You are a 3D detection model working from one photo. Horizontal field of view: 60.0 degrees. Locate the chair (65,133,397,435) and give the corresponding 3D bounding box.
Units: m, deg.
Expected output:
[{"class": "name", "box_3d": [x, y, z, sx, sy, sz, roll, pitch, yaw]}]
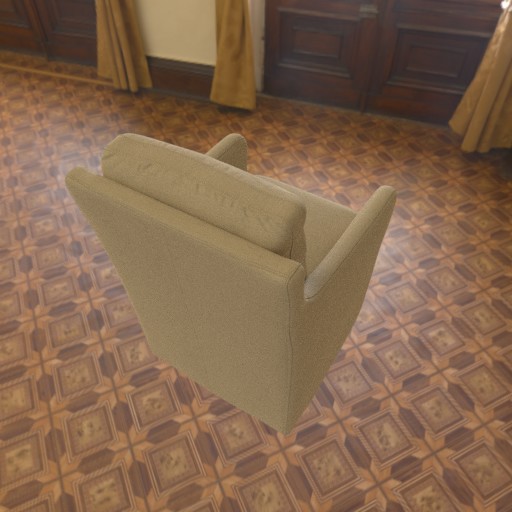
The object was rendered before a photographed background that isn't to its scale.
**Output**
[{"class": "chair", "box_3d": [0.000, 0.000, 1.357, 0.626, 0.914, 0.694, 25, 51, 22]}]
